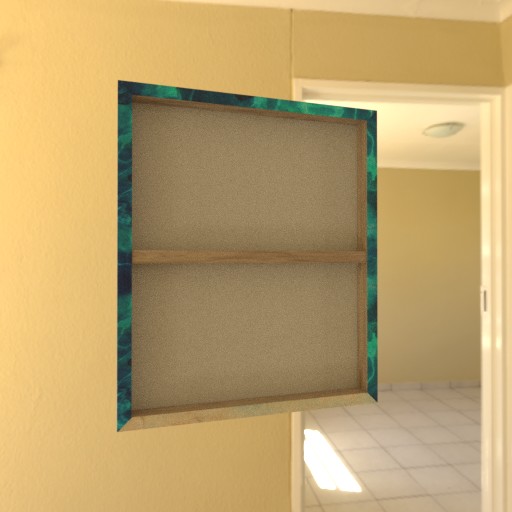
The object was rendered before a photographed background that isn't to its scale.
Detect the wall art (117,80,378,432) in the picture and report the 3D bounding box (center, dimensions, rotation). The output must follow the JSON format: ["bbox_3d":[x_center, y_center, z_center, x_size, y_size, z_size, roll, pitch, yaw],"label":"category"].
[{"bbox_3d":[0.000,0.000,0.723,0.432,0.508,0.038,0,0,-18],"label":"wall art"}]
